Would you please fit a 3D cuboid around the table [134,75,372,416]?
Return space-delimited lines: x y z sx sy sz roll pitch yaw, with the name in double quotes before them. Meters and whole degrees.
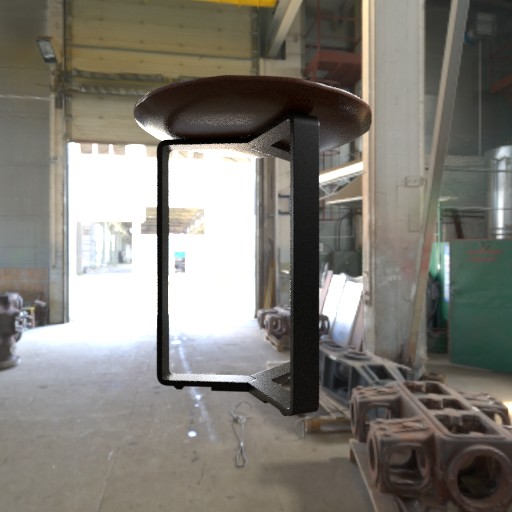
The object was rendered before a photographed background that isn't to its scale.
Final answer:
"table" 0.000 0.000 0.750 0.380 0.450 0.410 0 0 36
